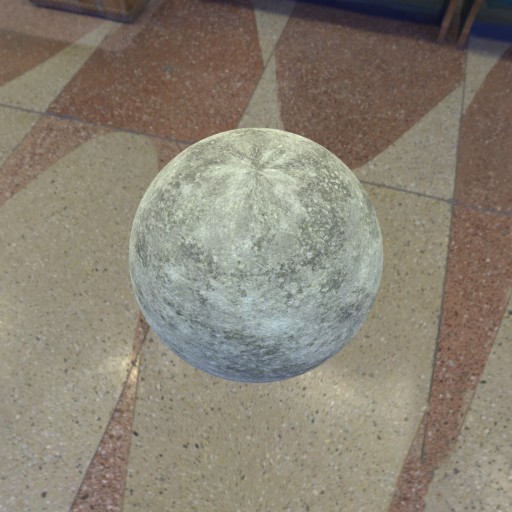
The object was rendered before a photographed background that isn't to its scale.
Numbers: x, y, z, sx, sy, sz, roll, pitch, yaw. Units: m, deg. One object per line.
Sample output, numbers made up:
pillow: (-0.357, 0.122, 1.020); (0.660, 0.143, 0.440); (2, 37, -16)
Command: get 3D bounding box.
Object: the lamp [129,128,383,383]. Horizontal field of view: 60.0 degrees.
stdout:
lamp: (0.000, 0.000, 0.765); (0.422, 0.429, 0.422); (0, 58, 0)
